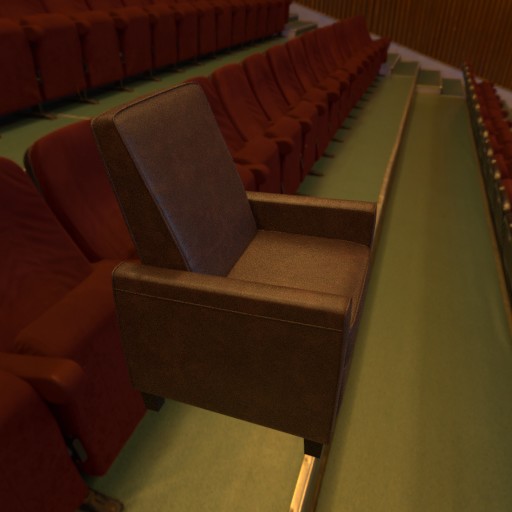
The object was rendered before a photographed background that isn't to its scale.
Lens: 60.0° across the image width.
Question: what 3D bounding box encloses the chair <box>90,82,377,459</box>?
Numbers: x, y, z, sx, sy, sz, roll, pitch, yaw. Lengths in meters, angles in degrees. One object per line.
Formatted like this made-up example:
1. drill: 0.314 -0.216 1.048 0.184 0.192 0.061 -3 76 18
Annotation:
1. chair: 0.000 0.000 1.493 0.746 1.013 0.705 10 33 16
